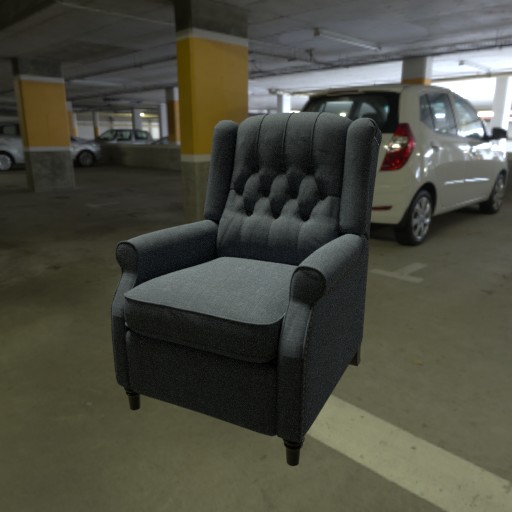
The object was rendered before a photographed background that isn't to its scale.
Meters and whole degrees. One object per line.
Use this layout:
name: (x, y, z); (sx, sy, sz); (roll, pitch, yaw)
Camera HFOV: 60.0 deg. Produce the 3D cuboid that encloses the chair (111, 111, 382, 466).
chair: (0.000, 0.000, 1.624); (0.742, 1.035, 0.898); (8, 17, 26)
